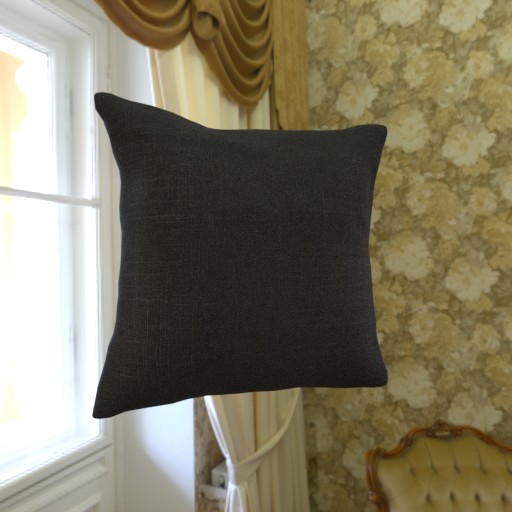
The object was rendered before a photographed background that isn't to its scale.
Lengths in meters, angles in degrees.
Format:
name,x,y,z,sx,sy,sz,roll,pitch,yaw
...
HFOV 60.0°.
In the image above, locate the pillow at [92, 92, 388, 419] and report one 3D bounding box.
name,x,y,z,sx,sy,sz,roll,pitch,yaw
pillow,0.000,0.000,0.674,0.468,0.444,0.138,0,0,-18
